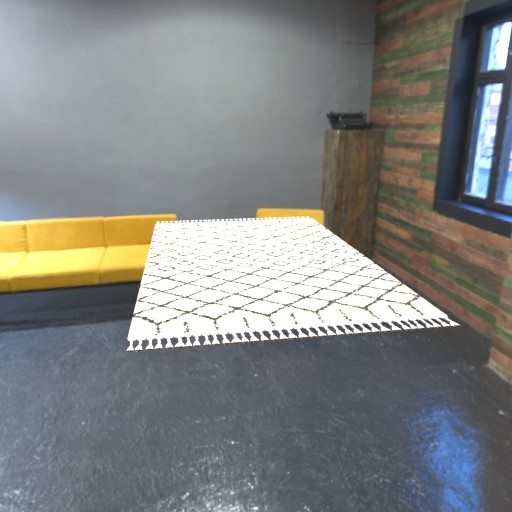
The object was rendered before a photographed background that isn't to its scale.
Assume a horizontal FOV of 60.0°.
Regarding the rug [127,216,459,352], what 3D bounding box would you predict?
[{"bbox_3d":[0.000,0.000,2.483,1.196,0.008,2.006,-3,17,-9],"label":"rug"}]
